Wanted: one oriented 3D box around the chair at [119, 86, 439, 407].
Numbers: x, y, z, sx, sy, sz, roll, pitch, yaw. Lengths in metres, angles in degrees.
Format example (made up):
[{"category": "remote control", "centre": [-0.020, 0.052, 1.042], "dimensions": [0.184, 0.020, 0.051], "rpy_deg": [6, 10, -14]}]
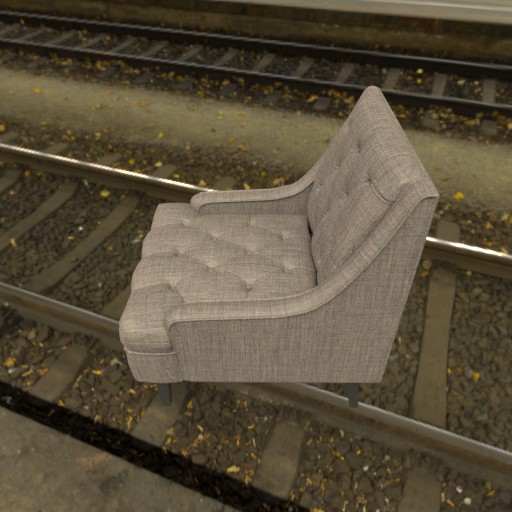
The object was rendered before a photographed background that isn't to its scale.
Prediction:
[{"category": "chair", "centre": [0.000, 0.000, 1.431], "dimensions": [0.771, 0.891, 0.655], "rpy_deg": [0, 40, 0]}]
